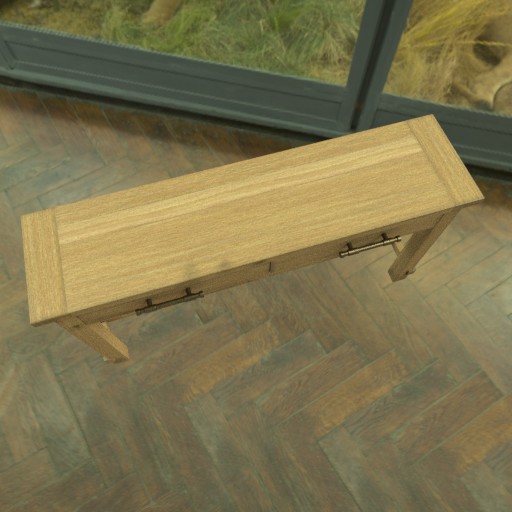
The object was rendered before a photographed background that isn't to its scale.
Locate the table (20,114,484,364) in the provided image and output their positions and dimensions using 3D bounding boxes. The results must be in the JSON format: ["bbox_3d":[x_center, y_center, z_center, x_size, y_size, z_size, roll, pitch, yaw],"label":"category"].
[{"bbox_3d":[0.000,0.000,1.908,1.599,0.762,0.442,-15,66,-7],"label":"table"}]
